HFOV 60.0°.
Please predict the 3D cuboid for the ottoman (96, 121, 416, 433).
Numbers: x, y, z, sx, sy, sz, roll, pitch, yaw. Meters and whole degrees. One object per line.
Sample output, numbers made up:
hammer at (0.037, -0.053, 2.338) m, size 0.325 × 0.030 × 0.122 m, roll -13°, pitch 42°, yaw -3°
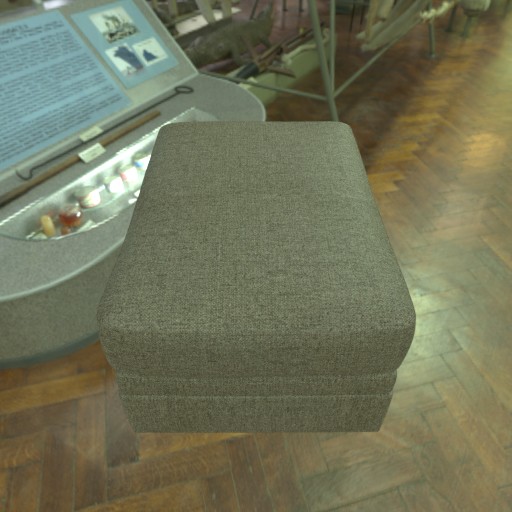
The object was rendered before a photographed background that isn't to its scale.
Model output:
ottoman at (0.000, 0.000, 1.262) m, size 0.637 × 0.478 × 0.885 m, roll 0°, pitch 42°, yaw 0°
